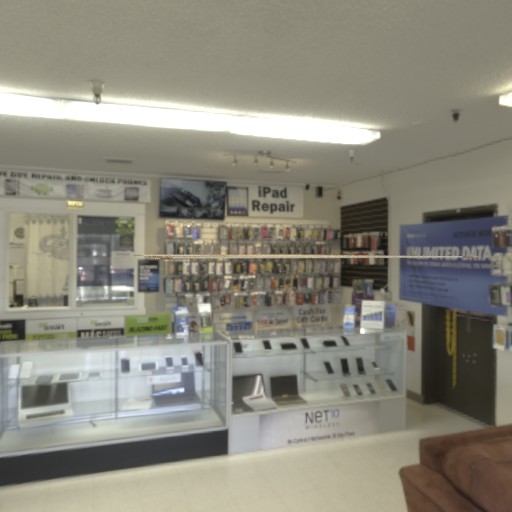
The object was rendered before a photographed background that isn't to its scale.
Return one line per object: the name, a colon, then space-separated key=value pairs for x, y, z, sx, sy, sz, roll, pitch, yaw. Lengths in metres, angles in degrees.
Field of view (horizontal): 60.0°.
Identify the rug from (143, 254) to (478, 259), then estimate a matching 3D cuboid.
rug: x=0.000 y=0.000 z=2.426 sx=1.268 sy=0.007 sz=1.918 roll=0 pitch=0 yaw=-17
